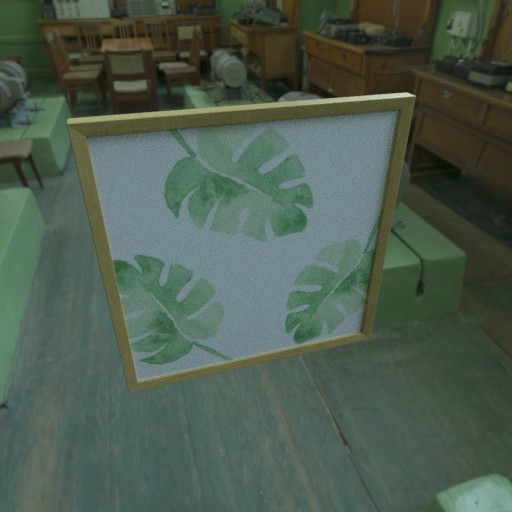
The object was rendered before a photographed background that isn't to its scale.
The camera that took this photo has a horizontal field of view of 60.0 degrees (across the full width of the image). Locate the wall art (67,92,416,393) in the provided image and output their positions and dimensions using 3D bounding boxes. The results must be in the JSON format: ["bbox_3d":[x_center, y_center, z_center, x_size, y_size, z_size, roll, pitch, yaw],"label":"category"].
[{"bbox_3d":[0.000,0.000,1.155,0.763,0.763,0.037,-9,34,-14],"label":"wall art"}]
